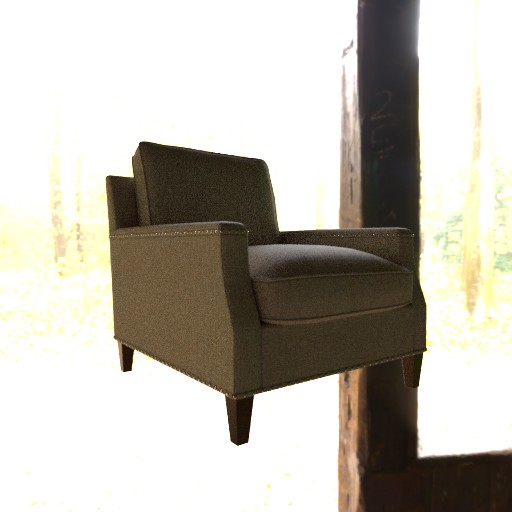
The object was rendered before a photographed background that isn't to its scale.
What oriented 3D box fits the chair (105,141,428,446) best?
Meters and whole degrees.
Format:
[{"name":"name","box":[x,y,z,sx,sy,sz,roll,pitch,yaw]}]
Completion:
[{"name":"chair","box":[0.000,0.000,1.725,0.853,0.943,1.014,-1,2,-37]}]
